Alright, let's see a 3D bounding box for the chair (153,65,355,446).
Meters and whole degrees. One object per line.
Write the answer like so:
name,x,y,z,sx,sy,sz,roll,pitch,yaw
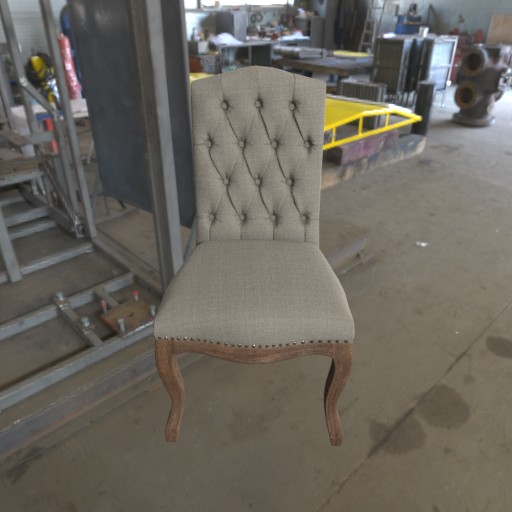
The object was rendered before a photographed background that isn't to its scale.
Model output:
chair,0.000,0.000,1.595,0.637,1.191,0.731,1,30,1
